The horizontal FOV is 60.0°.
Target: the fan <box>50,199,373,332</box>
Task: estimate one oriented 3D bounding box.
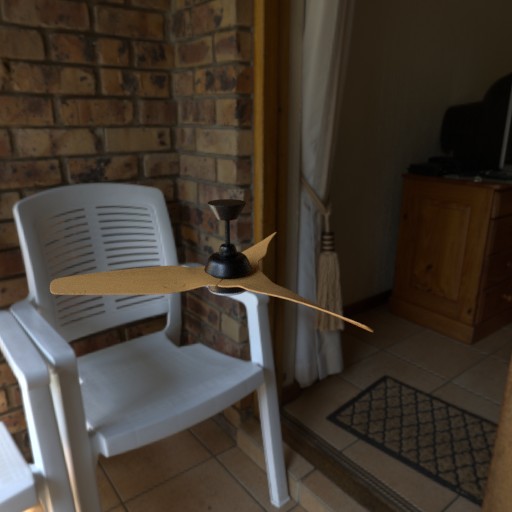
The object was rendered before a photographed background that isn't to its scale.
[{"bbox_3d":[0.000,0.000,1.613,1.142,0.355,1.010,-16,23,-41],"label":"fan"}]
